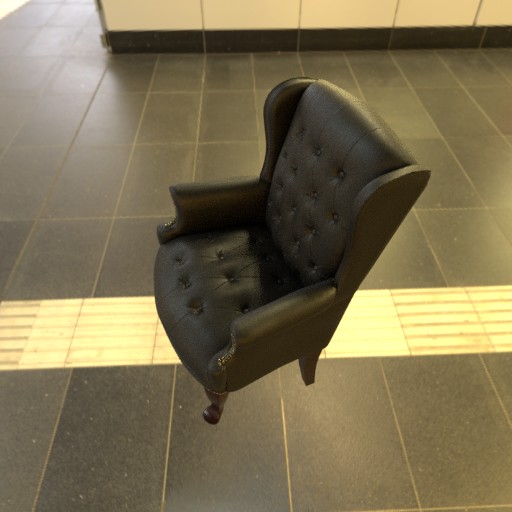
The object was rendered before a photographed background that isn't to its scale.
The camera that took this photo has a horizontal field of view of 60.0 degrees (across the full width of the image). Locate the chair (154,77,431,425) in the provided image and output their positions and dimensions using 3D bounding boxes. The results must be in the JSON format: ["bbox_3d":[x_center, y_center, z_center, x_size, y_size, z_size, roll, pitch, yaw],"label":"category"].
[{"bbox_3d":[0.000,0.000,1.706,0.822,1.133,0.831,-16,48,-15],"label":"chair"}]
